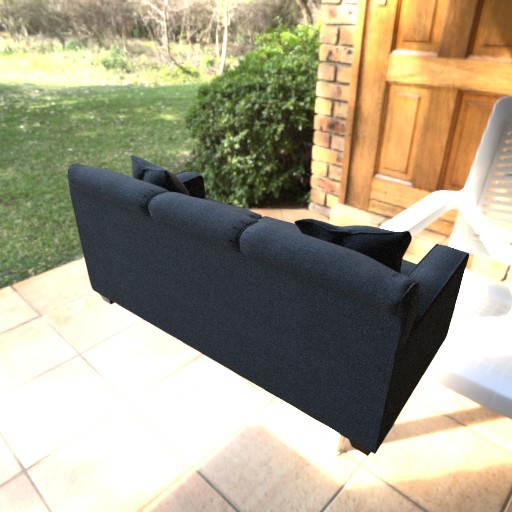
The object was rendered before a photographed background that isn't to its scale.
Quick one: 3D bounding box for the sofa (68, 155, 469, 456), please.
[{"bbox_3d":[0.000,0.000,2.515,2.024,0.958,0.997,21,36,32],"label":"sofa"}]
